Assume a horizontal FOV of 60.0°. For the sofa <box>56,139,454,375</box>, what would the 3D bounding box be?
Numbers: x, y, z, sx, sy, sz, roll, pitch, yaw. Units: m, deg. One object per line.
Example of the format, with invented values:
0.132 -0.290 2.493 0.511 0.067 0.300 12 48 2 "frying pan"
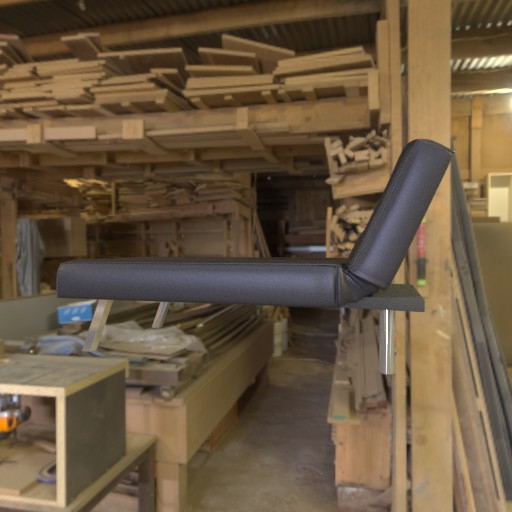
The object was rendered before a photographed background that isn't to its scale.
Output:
0.000 0.000 2.017 1.560 0.820 0.760 0 1 16 "sofa"
